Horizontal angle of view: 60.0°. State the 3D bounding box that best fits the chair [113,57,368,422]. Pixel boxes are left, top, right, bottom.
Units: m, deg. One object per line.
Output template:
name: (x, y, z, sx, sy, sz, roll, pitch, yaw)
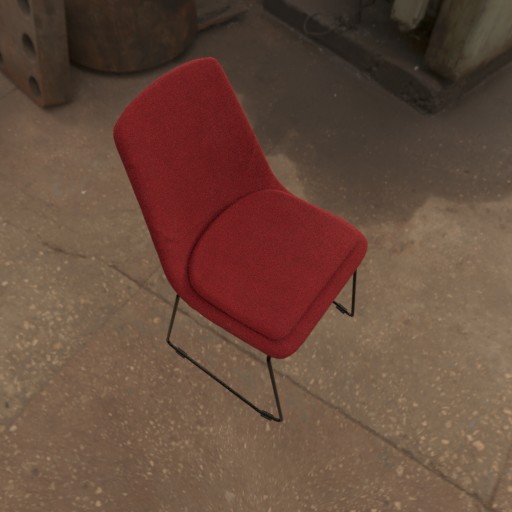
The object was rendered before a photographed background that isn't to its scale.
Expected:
chair: (0.000, 0.000, 1.180, 0.518, 0.858, 0.479, 31, 62, 19)
